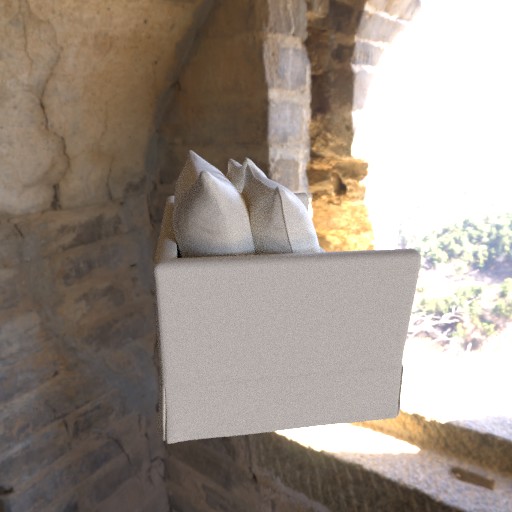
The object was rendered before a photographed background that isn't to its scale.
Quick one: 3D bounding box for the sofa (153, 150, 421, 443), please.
[{"bbox_3d":[0.000,0.000,2.356,1.026,1.039,1.608,-3,16,-9],"label":"sofa"}]
